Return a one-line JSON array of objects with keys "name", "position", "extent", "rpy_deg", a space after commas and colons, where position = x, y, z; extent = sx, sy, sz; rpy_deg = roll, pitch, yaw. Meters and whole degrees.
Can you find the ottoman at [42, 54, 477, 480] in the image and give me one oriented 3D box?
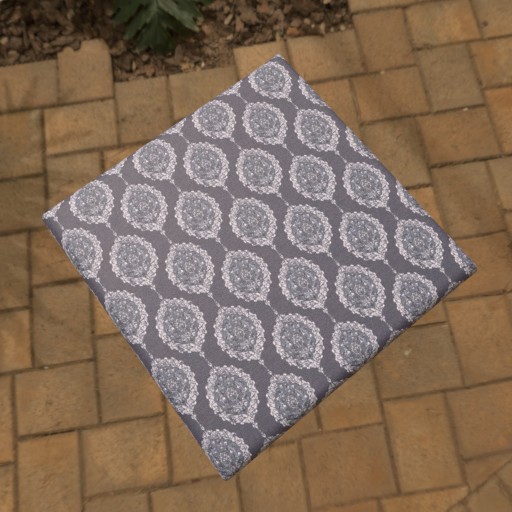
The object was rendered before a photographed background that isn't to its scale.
[{"name": "ottoman", "position": [0.000, 0.000, 1.394], "extent": [0.889, 0.409, 0.890], "rpy_deg": [-37, 79, -9]}]
